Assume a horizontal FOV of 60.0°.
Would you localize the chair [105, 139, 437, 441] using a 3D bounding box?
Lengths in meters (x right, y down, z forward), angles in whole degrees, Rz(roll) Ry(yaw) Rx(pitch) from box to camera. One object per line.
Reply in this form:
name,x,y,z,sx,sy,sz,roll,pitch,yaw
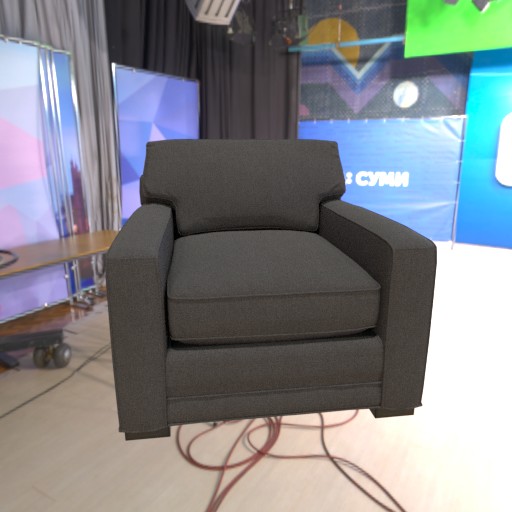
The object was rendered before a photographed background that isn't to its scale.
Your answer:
chair,0.000,0.000,1.797,0.997,0.913,1.043,-2,15,-8
